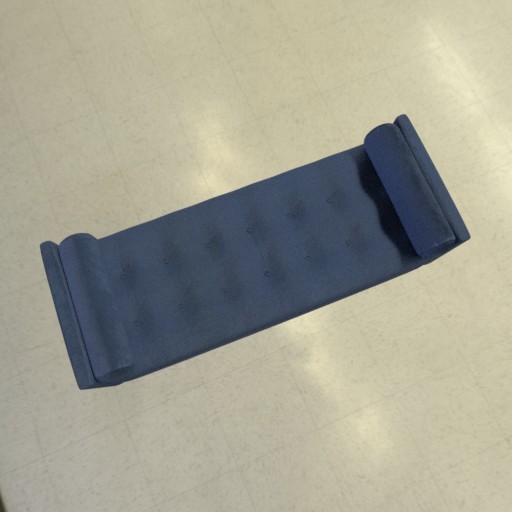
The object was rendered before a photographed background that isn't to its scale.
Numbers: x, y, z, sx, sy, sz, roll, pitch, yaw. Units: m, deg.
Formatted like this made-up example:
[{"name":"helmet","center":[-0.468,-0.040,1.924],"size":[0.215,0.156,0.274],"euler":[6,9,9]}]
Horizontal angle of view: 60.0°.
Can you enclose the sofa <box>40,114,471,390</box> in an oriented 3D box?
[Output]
[{"name":"sofa","center":[0.000,0.000,2.541],"size":[2.102,0.705,0.796],"euler":[-21,77,-5]}]
